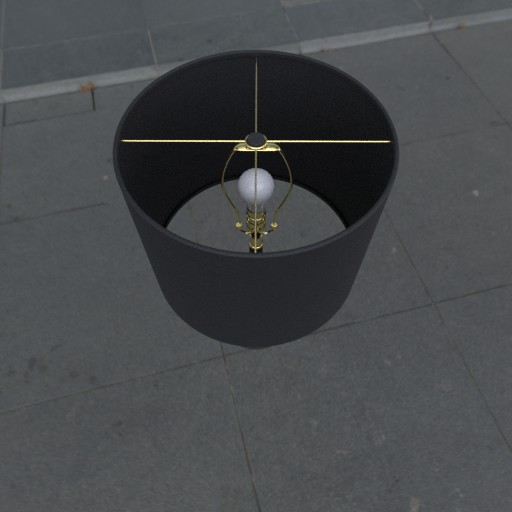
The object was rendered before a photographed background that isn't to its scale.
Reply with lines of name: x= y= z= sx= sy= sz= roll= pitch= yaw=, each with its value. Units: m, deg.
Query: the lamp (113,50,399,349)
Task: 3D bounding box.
lamp: x=0.000 y=0.000 z=0.809 sx=0.359 sy=0.584 sz=0.359 roll=0 pitch=59 yaw=0
